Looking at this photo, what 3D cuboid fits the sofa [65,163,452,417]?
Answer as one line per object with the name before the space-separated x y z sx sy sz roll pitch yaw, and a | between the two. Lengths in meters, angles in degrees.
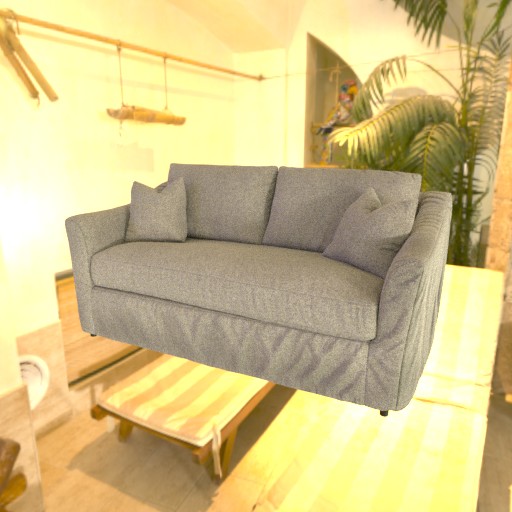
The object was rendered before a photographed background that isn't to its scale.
sofa | 0.000 0.000 2.610 2.010 1.018 1.072 7 16 27
